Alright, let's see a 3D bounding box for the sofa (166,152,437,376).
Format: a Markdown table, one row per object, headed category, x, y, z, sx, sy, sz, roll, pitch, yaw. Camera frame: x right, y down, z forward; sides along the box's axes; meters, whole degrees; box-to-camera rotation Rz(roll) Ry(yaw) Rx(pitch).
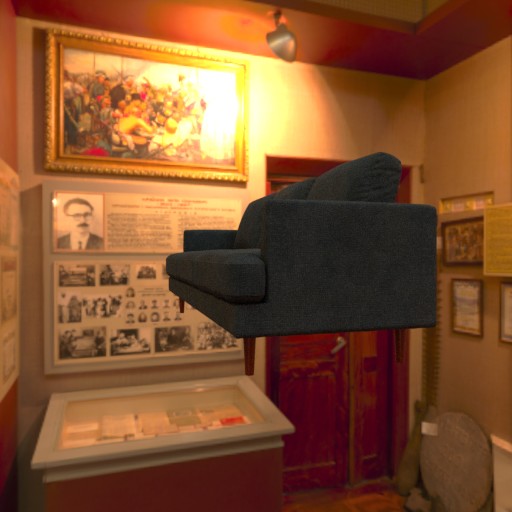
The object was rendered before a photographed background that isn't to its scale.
| category | x | y | z | sx | sy | sz | roll | pitch | yaw |
| --- | --- | --- | --- | --- | --- | --- | --- | --- | --- |
| sofa | 0.000 | 0.000 | 2.763 | 0.903 | 0.930 | 2.246 | 0 | 0 | -17 |
